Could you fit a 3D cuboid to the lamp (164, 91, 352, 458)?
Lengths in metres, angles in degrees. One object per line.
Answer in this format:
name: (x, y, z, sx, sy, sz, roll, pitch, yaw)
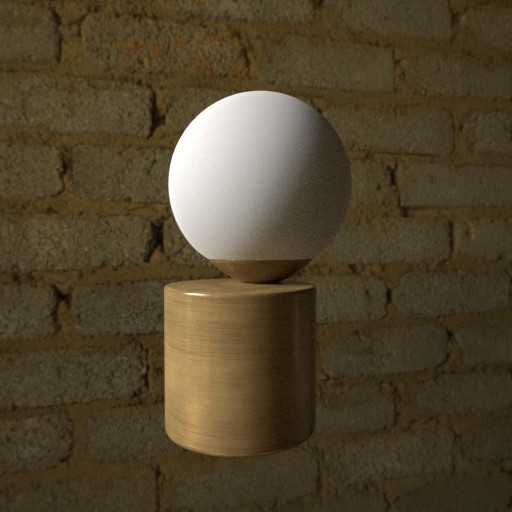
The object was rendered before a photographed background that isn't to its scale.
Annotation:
lamp: (0.000, 0.000, 0.347, 0.141, 0.250, 0.152, 1, 2, 36)
